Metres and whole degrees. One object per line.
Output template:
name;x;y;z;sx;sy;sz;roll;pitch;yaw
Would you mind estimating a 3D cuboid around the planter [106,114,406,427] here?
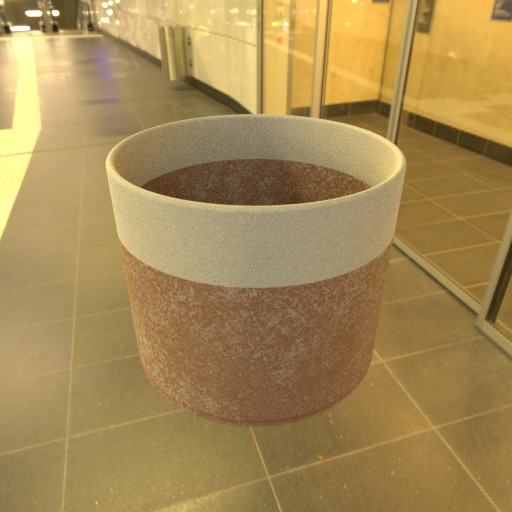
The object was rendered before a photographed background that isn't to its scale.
planter;0.000;0.000;0.277;0.159;0.138;0.159;0;31;0
